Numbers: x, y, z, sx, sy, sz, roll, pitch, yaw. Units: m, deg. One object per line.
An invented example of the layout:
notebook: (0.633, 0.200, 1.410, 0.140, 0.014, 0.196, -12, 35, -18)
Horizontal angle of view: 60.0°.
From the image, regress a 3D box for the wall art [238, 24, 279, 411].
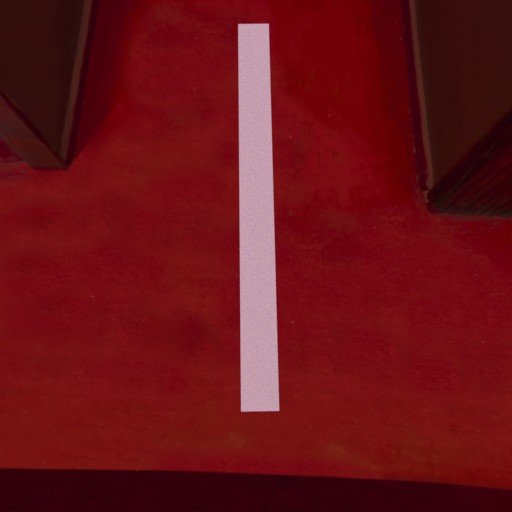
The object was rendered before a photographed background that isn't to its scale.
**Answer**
wall art: (0.000, 0.000, 0.759, 0.039, 0.553, 0.451, -1, 76, 0)
